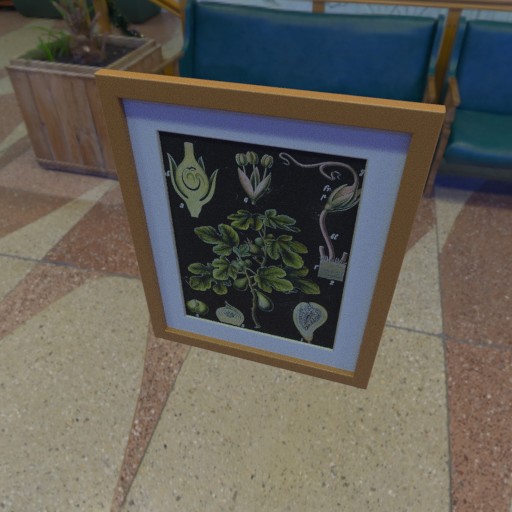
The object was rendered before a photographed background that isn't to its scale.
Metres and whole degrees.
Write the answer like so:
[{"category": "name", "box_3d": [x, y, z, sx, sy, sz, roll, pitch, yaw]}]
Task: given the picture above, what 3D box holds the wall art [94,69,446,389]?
[{"category": "wall art", "box_3d": [0.000, 0.000, 0.735, 0.452, 0.553, 0.022, 11, 42, 13]}]
